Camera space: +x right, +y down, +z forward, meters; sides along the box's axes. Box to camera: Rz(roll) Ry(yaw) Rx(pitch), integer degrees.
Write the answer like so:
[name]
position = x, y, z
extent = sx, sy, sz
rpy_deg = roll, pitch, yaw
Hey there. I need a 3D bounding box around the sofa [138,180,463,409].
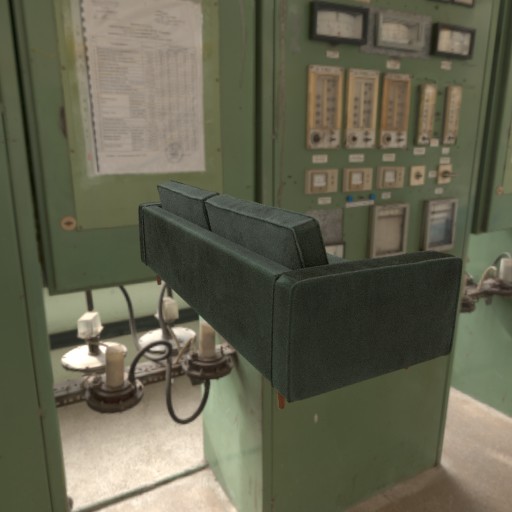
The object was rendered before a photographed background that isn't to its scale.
[sofa]
position = 0.000, 0.000, 2.652
extent = 0.886, 0.781, 2.214
rpy_deg = -8, 16, -27
